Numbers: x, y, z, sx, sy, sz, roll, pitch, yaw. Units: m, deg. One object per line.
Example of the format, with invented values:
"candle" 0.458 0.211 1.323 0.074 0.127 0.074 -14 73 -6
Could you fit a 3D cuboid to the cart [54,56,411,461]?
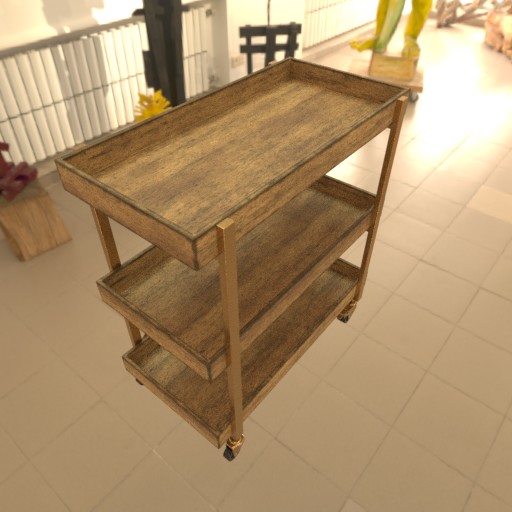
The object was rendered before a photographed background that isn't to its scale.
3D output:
"cart" 0.000 0.000 1.228 0.416 0.799 0.750 29 49 28
